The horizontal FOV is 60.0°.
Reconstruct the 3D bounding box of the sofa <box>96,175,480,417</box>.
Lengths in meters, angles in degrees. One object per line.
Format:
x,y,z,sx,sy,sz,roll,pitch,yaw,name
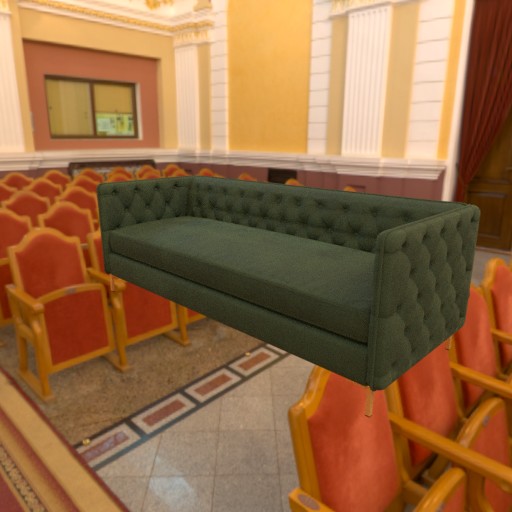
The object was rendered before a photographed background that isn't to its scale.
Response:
0.000,0.000,2.641,2.209,0.771,0.895,15,22,42,sofa
